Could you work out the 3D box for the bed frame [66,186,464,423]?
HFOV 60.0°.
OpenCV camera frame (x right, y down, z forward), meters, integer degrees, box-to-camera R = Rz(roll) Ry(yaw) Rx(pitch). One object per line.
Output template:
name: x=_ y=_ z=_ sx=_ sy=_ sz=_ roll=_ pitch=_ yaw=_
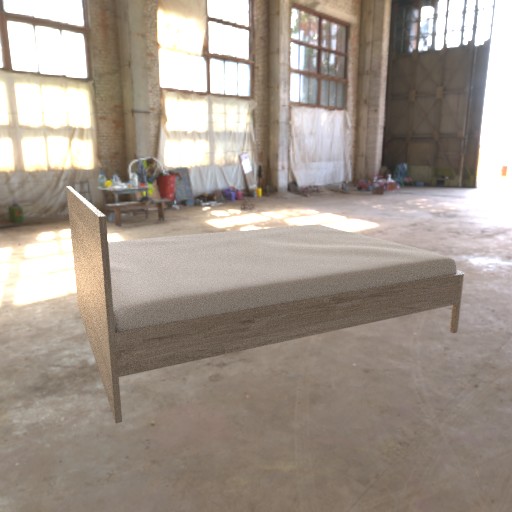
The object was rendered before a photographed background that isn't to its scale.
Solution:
bed frame: x=0.000 y=0.000 z=2.683 sx=1.950 sy=0.800 sz=1.490 roll=-7 pitch=15 yaw=-26
